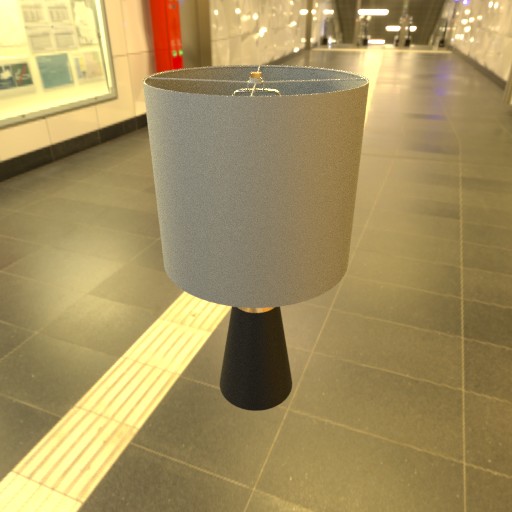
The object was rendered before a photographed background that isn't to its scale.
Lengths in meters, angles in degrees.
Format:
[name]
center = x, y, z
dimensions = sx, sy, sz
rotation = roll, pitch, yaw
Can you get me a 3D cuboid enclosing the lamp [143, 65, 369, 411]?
[lamp]
center = 0.000, 0.000, 0.754
dimensions = 0.308, 0.580, 0.308
rotation = 1, 29, 2
